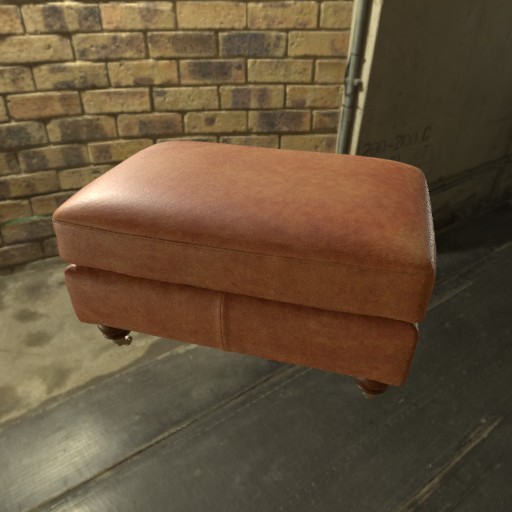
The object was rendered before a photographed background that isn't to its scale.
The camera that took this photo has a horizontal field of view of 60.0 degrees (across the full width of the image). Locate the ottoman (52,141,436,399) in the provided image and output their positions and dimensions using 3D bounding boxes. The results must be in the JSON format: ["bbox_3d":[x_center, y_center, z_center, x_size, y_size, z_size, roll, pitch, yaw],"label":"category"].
[{"bbox_3d":[0.000,0.000,1.206,0.852,0.507,0.565,8,33,13],"label":"ottoman"}]
